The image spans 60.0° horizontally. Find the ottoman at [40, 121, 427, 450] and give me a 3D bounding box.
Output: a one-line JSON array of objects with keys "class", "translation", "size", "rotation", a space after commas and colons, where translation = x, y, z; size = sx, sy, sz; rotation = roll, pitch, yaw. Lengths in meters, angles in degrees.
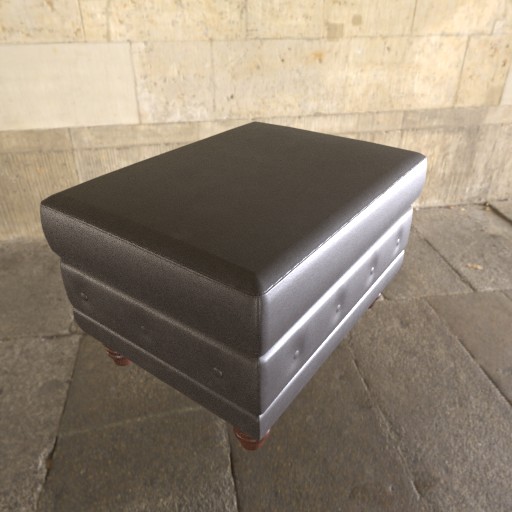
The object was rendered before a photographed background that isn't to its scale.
[{"class": "ottoman", "translation": [0.000, 0.000, 1.166], "size": [0.590, 0.498, 0.795], "rotation": [21, 37, 30]}]
